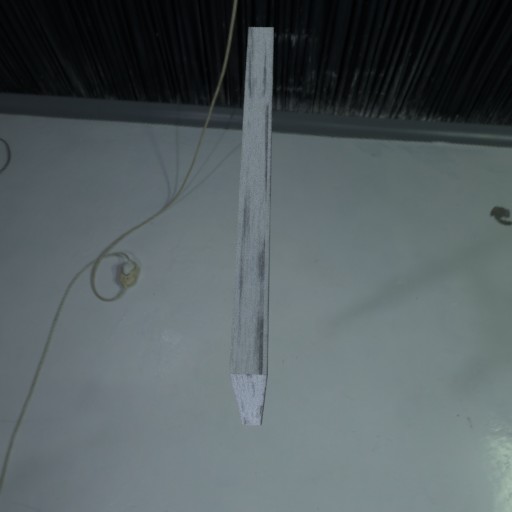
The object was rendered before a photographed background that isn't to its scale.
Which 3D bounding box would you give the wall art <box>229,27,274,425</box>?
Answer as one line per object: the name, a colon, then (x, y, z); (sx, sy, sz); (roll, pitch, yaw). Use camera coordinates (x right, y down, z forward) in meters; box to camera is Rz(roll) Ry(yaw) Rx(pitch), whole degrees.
wall art: (0.000, 0.000, 0.771); (0.038, 0.506, 0.506); (1, 64, 1)
